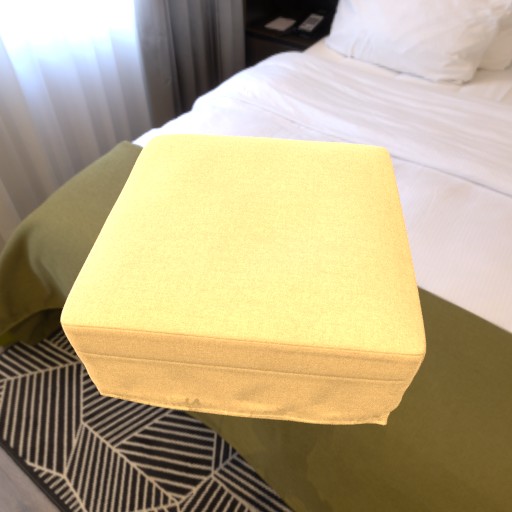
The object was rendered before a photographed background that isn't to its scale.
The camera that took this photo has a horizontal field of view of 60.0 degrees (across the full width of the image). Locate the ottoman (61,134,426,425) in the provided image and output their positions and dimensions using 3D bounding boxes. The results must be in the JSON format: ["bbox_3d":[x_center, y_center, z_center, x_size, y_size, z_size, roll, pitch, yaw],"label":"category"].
[{"bbox_3d":[0.000,0.000,1.364,0.840,0.436,0.843,4,46,4],"label":"ottoman"}]
